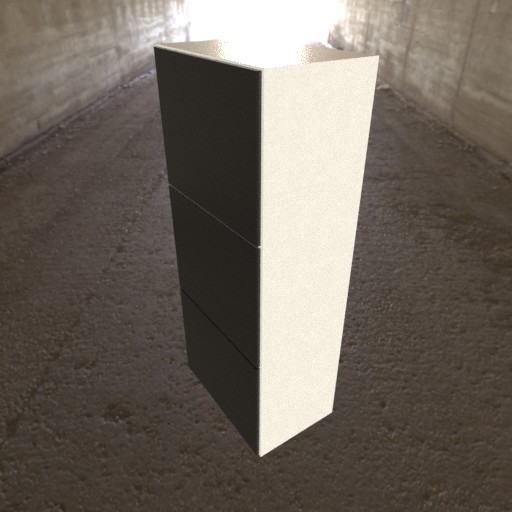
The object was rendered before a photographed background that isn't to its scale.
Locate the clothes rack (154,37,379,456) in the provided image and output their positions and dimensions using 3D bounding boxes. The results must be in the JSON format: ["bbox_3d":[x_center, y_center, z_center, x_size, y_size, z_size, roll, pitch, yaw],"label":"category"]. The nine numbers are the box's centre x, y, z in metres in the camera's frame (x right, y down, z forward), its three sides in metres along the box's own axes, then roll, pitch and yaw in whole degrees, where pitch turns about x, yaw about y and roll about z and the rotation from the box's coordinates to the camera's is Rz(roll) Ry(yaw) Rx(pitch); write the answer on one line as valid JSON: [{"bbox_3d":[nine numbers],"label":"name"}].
[{"bbox_3d":[0.000,0.000,1.396,0.330,1.187,0.500,-20,36,-29],"label":"clothes rack"}]
